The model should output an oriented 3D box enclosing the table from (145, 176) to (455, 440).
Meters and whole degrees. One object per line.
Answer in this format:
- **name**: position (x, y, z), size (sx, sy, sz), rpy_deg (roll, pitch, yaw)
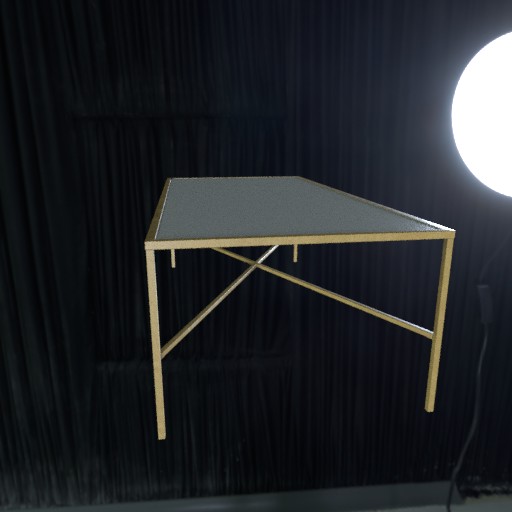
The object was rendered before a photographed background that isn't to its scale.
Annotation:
- **table**: position (0.000, 0.000, 1.431), size (0.580, 0.398, 1.206), rpy_deg (-2, 15, -9)
